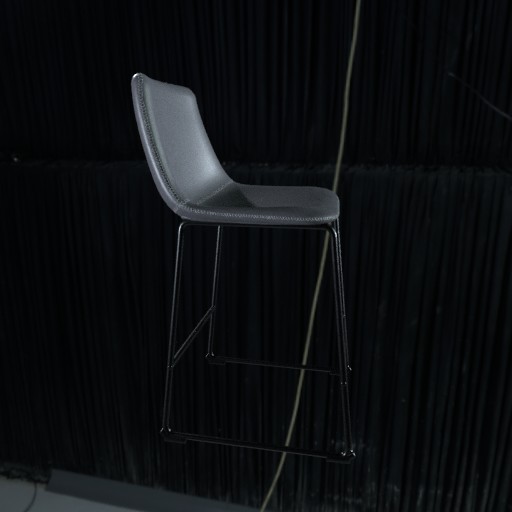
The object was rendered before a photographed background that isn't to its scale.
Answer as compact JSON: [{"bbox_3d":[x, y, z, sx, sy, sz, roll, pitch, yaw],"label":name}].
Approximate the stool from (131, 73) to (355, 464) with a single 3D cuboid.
[{"bbox_3d":[0.000,0.000,1.168,0.546,0.876,0.470,3,15,10],"label":"stool"}]
